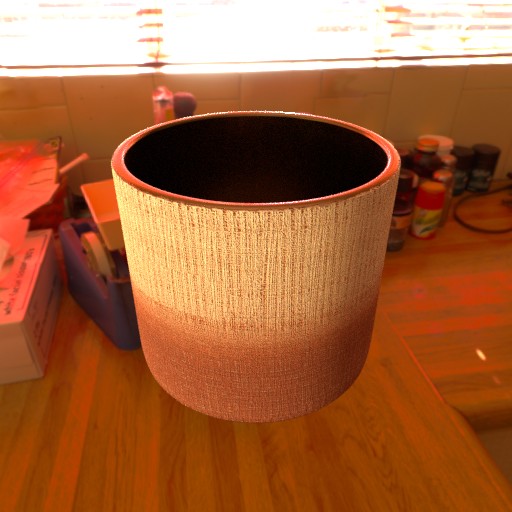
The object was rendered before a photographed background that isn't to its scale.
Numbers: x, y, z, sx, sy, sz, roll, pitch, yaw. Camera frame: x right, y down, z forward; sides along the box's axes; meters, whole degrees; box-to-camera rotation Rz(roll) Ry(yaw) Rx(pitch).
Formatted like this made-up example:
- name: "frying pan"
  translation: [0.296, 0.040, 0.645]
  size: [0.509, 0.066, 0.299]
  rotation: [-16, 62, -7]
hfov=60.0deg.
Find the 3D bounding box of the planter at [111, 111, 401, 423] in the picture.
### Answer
- name: "planter"
  translation: [0.000, 0.000, 0.396]
  size: [0.221, 0.201, 0.221]
  rotation: [0, 32, 0]
